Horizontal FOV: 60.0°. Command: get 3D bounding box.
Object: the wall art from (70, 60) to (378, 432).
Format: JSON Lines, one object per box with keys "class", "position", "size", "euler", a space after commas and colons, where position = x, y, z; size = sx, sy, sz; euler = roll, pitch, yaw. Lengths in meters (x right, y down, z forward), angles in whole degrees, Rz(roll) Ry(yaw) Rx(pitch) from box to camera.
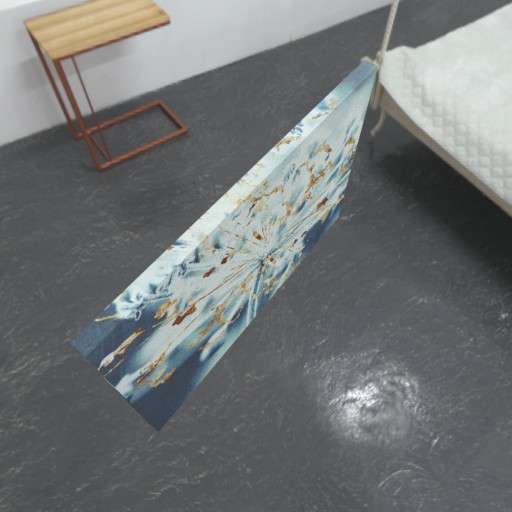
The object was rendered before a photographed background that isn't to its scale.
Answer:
{"class": "wall art", "position": [0.000, 0.000, 1.139], "size": [0.038, 0.608, 0.912], "euler": [33, 64, 19]}
